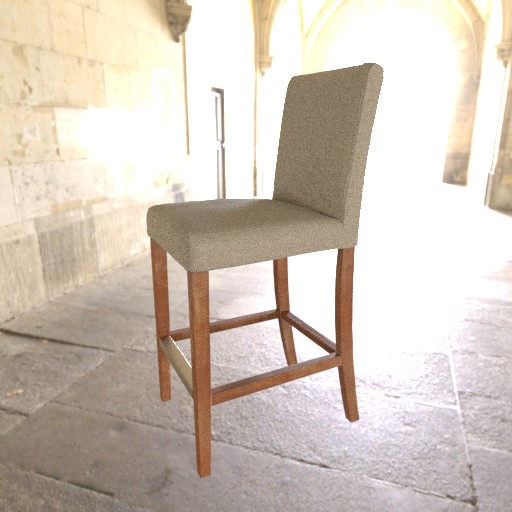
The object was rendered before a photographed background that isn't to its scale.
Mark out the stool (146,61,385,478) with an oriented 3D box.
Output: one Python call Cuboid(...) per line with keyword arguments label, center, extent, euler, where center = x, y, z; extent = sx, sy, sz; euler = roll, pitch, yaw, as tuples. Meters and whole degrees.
Cuboid(label="stool", center=(0.000, 0.000, 1.356), extent=(0.570, 1.088, 0.439), euler=(-8, 18, -25))
